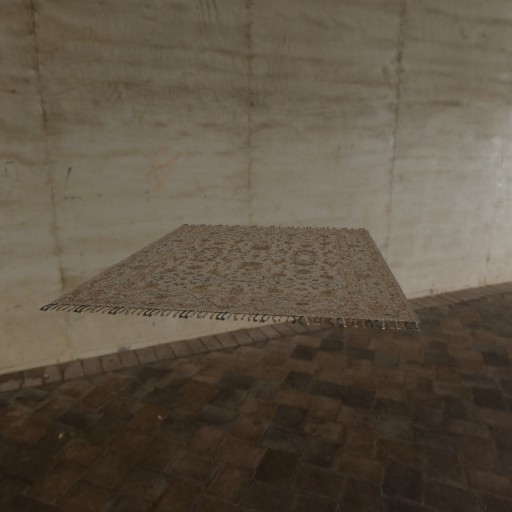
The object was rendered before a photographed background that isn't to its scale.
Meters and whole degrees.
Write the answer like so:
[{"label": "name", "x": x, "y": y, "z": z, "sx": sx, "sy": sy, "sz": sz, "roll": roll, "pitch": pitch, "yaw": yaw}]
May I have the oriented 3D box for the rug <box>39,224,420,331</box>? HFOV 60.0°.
[{"label": "rug", "x": 0.000, "y": 0.000, "z": 2.264, "sx": 1.278, "sy": 0.009, "sz": 1.726, "roll": 2, "pitch": 14, "yaw": 8}]
